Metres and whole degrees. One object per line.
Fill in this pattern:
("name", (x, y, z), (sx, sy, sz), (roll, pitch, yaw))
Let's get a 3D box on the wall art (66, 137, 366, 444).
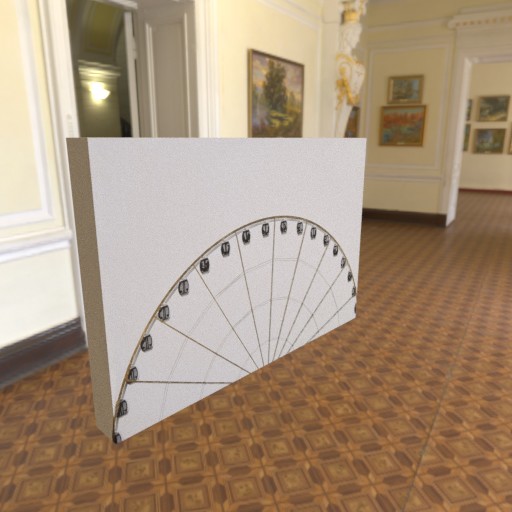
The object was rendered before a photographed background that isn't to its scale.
("wall art", (0.000, 0.000, 0.493), (0.039, 0.254, 0.384), (14, 20, 42))
